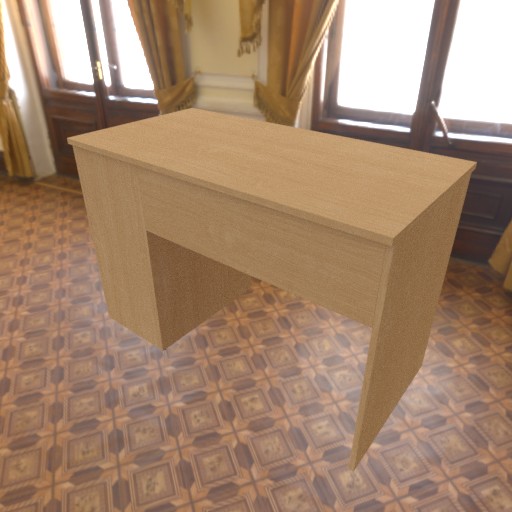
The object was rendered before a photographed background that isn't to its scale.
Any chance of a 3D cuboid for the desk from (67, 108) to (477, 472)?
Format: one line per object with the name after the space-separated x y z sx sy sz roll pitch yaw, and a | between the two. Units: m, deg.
0.000 0.000 1.500 1.097 0.735 0.560 22 37 32 | desk
